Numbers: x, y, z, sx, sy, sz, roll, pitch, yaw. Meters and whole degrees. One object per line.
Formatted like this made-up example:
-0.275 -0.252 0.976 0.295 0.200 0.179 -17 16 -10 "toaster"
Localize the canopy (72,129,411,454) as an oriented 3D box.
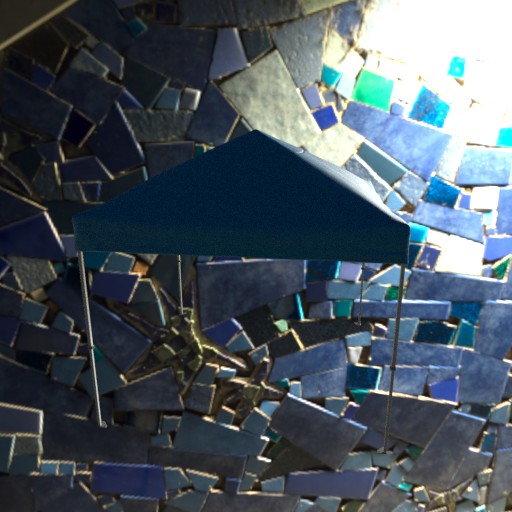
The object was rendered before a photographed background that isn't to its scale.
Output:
0.000 0.000 5.444 2.998 2.997 2.996 2 17 7 "canopy"
